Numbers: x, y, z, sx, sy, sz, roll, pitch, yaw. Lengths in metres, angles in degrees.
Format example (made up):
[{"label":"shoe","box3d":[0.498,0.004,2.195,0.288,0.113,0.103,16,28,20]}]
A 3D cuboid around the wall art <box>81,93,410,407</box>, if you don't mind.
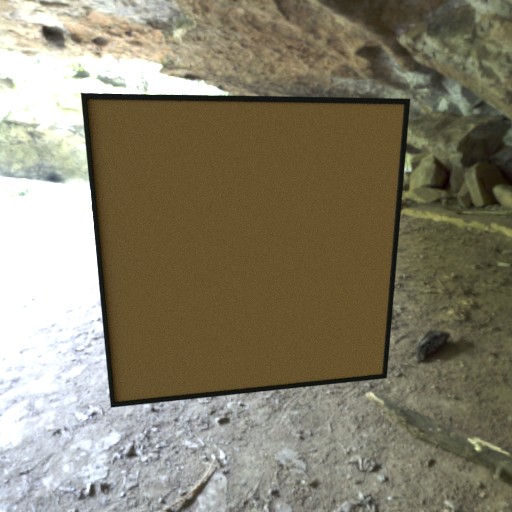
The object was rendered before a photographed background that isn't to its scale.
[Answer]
[{"label":"wall art","box3d":[0.000,0.000,0.672,0.458,0.457,0.013,-3,15,-11]}]
